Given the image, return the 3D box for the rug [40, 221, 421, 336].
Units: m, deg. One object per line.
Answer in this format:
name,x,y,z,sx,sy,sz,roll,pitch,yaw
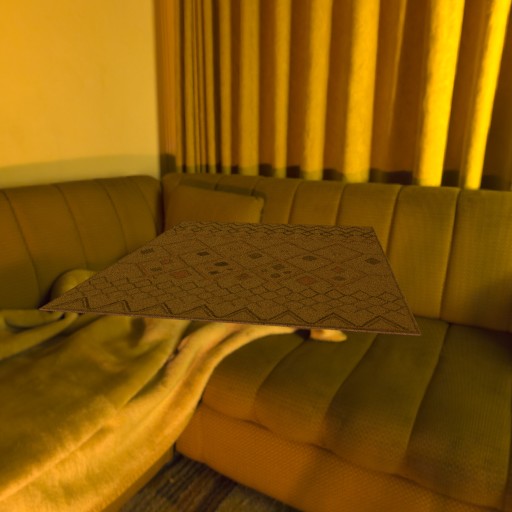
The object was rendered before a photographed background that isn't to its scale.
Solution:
rug,0.000,0.000,4.211,2.441,0.016,3.050,2,16,9
